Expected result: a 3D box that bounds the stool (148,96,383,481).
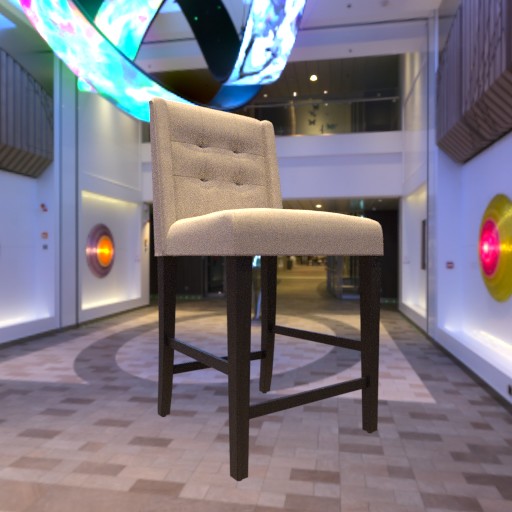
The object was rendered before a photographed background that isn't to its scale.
[{"bbox_3d":[0.000,0.000,1.240,0.474,0.939,0.509,0,0,-36],"label":"stool"}]
